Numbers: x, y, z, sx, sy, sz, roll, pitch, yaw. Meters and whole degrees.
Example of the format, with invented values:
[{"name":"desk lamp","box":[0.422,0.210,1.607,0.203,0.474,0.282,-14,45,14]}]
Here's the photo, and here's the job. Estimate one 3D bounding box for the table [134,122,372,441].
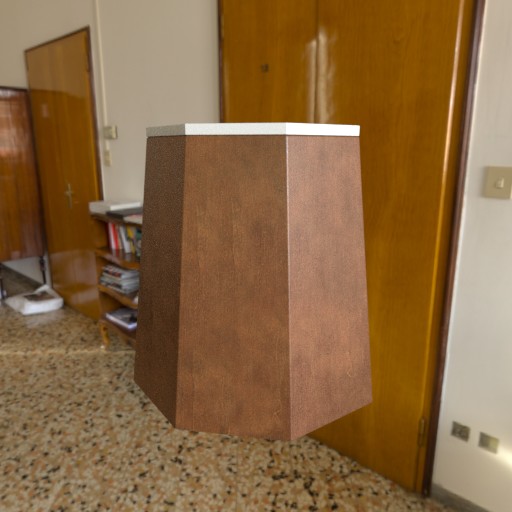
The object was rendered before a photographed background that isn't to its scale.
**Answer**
[{"name":"table","box":[0.000,0.000,0.824,0.439,0.457,0.439,2,14,8]}]
